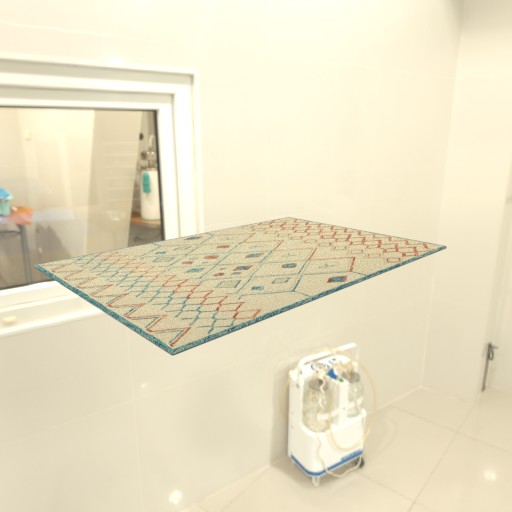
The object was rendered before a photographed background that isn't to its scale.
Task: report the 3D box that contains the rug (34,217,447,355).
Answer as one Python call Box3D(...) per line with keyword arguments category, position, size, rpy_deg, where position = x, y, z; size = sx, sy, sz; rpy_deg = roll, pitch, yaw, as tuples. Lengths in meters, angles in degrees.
Box3D(category="rug", position=(0.000, 0.000, 2.337), size=(1.829, 0.016, 1.219), rpy_deg=(-14, 21, -41))
